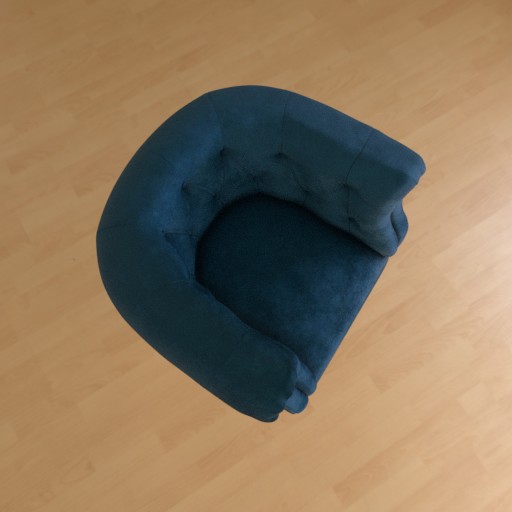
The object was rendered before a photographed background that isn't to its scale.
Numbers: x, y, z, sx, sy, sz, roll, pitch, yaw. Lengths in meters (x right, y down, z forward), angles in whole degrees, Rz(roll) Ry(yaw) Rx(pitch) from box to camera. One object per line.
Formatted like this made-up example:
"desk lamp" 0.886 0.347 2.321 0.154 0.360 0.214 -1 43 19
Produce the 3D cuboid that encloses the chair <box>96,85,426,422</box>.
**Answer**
"chair" 0.000 0.000 1.588 0.851 0.826 0.904 32 77 8
